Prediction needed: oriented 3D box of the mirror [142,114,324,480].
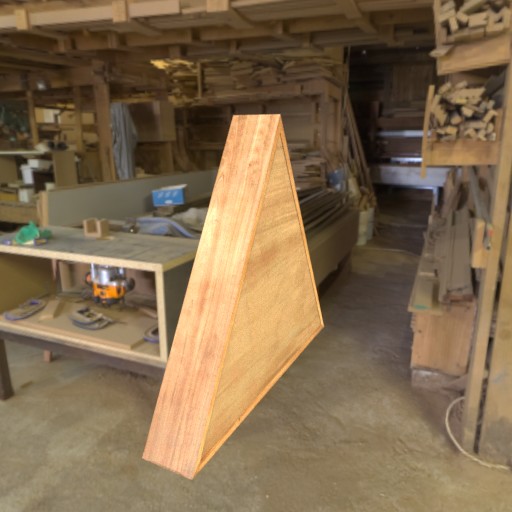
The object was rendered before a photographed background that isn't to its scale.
[{"bbox_3d":[0.000,0.000,0.902,0.100,0.548,0.631,8,17,26],"label":"mirror"}]
